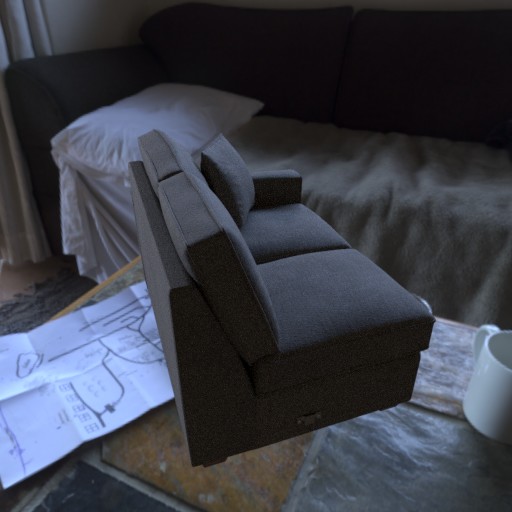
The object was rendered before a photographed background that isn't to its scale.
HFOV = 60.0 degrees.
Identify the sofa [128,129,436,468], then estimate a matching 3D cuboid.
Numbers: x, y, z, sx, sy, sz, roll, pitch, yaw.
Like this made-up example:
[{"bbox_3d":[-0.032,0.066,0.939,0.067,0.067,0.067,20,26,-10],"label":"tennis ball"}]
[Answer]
[{"bbox_3d":[0.000,0.000,2.067,0.991,0.989,1.388,-10,31,-17],"label":"sofa"}]
